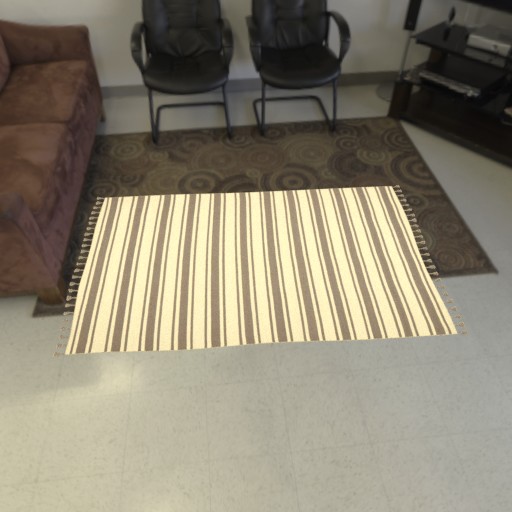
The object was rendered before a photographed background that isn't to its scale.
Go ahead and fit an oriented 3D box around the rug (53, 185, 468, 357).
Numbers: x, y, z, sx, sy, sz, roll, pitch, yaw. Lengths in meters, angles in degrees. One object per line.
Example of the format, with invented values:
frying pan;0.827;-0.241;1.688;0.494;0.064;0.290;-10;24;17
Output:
rug;0.000;0.000;2.619;2.096;0.011;1.229;-3;47;-3
